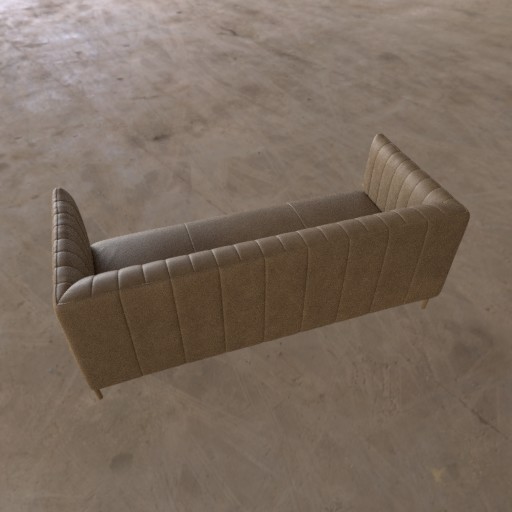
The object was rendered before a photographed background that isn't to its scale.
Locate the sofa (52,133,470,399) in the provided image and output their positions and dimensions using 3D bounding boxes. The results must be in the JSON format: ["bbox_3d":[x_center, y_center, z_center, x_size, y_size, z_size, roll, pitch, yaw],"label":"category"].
[{"bbox_3d":[0.000,0.000,2.443,1.980,0.779,0.876,-13,44,-13],"label":"sofa"}]
